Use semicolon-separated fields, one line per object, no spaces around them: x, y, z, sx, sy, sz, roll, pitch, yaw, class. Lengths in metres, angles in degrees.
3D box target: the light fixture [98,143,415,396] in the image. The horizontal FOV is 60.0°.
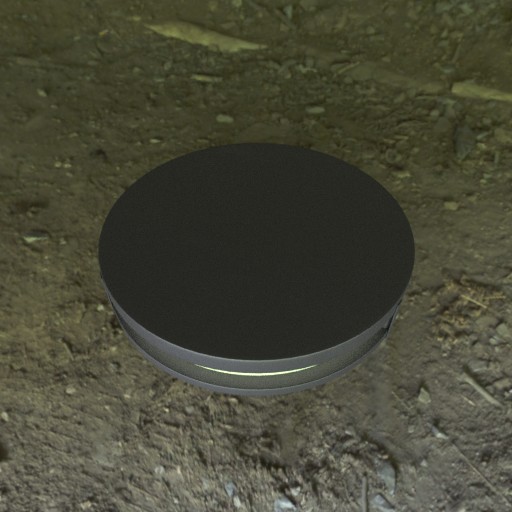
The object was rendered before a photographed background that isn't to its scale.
0.000;0.000;0.545;0.356;0.102;0.356;0;46;0;light fixture
